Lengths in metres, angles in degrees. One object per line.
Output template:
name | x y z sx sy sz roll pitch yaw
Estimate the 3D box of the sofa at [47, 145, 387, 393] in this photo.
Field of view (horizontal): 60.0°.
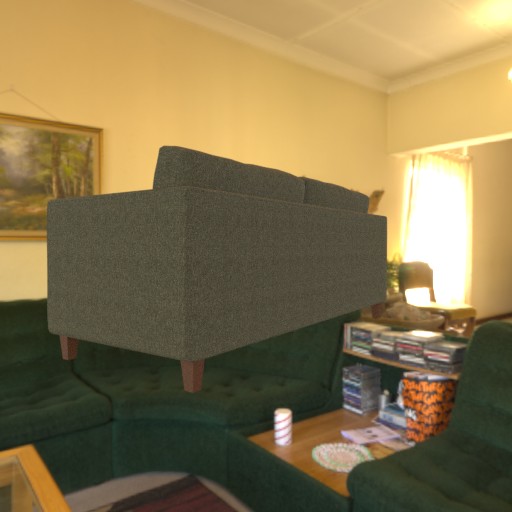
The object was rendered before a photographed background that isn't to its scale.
sofa | 0.000 0.000 2.733 0.948 0.965 2.208 1 2 35
